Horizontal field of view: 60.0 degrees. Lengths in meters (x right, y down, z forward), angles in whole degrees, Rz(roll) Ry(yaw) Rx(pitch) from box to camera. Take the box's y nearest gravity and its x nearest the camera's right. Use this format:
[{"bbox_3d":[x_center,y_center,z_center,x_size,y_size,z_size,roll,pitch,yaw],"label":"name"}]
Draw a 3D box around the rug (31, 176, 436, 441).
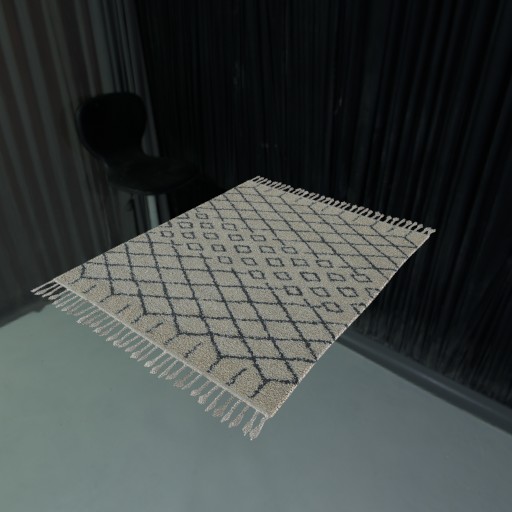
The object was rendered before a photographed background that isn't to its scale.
[{"bbox_3d":[0.000,0.000,4.245,2.388,0.030,3.213,22,39,31],"label":"rug"}]
